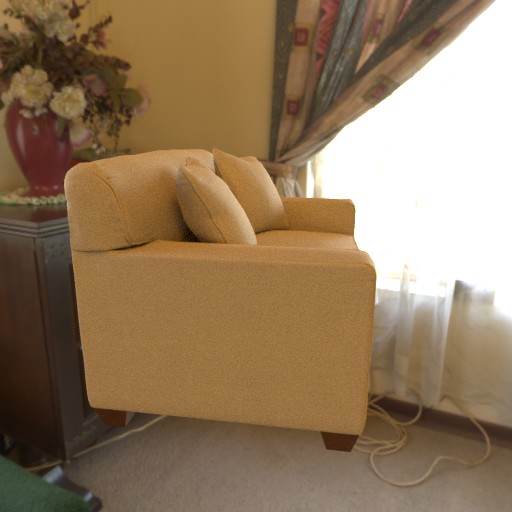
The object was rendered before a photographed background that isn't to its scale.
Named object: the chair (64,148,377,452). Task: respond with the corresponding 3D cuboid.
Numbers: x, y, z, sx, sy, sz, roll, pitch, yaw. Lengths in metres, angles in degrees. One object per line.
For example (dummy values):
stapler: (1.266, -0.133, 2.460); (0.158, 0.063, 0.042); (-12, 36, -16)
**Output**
chair: (0.000, 0.000, 2.023); (1.000, 0.948, 1.383); (2, 15, 9)
